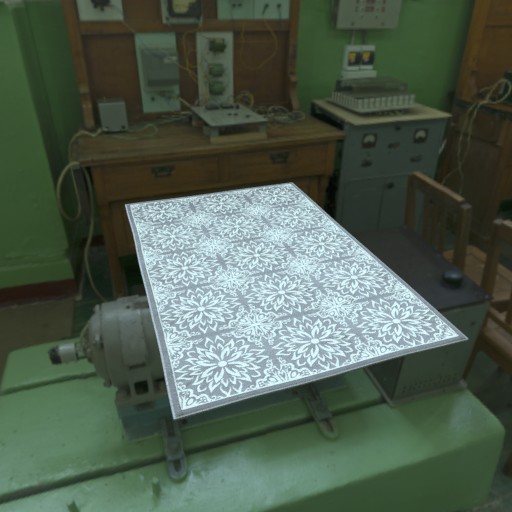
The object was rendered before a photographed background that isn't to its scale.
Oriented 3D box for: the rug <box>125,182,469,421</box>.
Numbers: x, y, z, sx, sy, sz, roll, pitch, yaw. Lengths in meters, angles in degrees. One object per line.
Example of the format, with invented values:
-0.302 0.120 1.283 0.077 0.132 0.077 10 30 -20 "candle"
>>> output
0.000 0.000 3.572 1.819 0.018 2.746 -10 32 -16 "rug"
